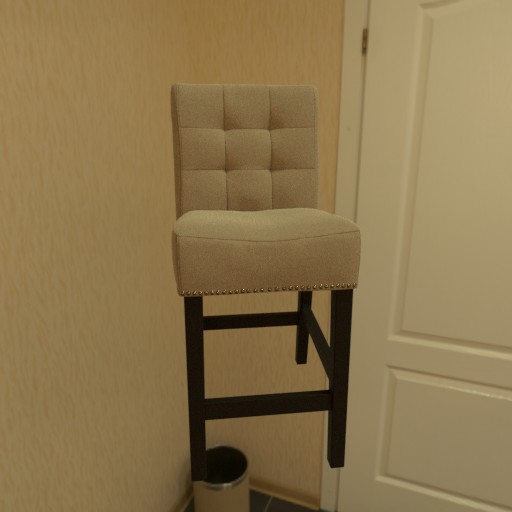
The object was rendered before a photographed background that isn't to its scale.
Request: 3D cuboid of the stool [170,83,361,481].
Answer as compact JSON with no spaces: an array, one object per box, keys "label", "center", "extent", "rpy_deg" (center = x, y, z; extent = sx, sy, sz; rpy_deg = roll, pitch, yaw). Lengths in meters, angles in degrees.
[{"label":"stool","center":[0.000,0.000,1.165],"extent":[0.427,0.885,0.571],"rpy_deg":[-2,17,-7]}]
